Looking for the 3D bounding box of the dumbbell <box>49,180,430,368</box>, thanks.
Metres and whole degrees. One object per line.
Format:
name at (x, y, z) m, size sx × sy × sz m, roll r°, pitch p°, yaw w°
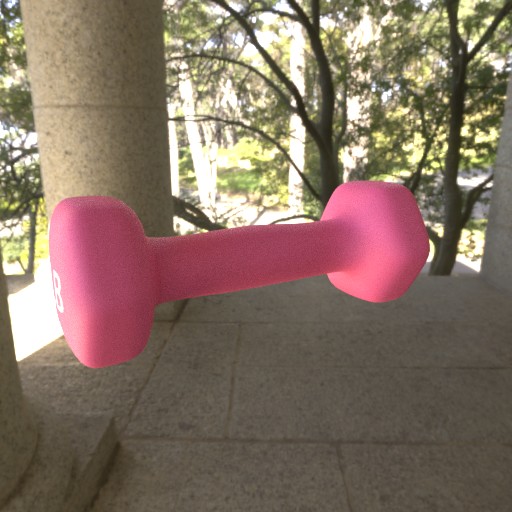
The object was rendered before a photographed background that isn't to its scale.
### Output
dumbbell at (0.000, 0.000, 0.174) m, size 0.146 × 0.053 × 0.058 m, roll -8°, pitch 17°, yaw -28°
